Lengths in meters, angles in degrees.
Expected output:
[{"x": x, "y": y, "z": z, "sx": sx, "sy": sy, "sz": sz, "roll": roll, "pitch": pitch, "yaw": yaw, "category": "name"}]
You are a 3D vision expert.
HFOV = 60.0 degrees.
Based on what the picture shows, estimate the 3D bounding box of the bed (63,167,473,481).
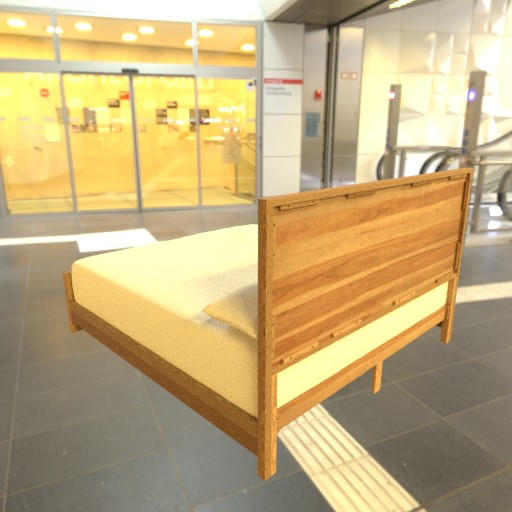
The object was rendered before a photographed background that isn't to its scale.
[{"x": 0.000, "y": 0.000, "z": 3.278, "sx": 2.013, "sy": 1.295, "sz": 2.184, "roll": -15, "pitch": 22, "yaw": -42, "category": "bed"}]
